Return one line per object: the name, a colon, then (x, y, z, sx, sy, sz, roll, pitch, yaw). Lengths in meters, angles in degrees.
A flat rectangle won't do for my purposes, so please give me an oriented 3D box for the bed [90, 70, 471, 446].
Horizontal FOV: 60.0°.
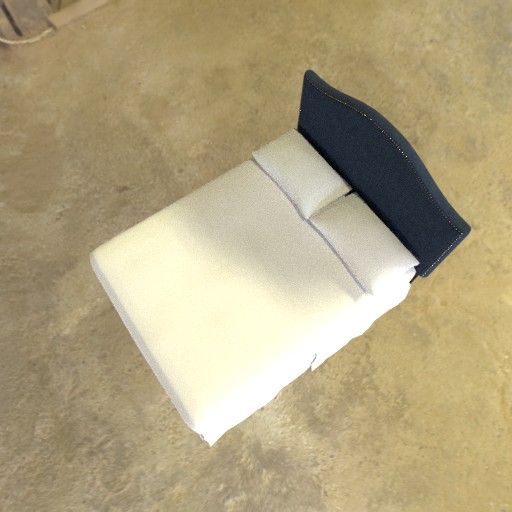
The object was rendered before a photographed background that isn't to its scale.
bed: (0.000, 0.000, 3.291, 2.153, 1.518, 1.713, -33, 70, -13)
